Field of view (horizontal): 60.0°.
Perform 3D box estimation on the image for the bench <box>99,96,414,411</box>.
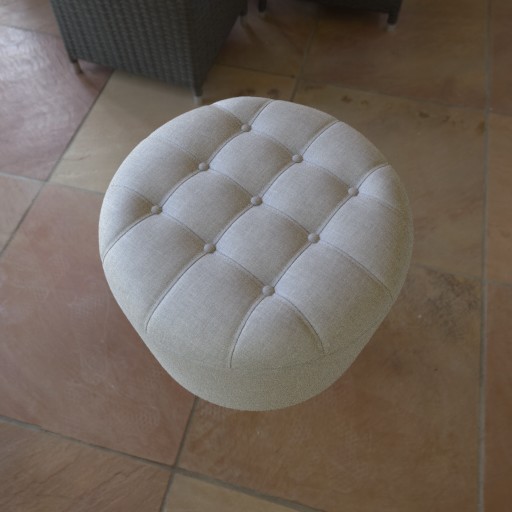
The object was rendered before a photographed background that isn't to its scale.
[{"bbox_3d":[0.000,0.000,0.990,0.600,0.453,0.600,0,61,0],"label":"bench"}]
